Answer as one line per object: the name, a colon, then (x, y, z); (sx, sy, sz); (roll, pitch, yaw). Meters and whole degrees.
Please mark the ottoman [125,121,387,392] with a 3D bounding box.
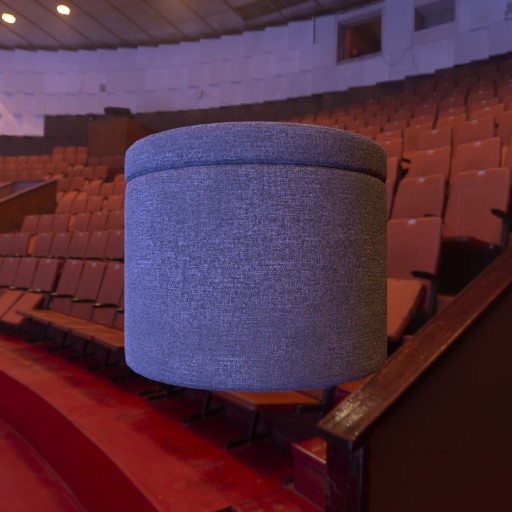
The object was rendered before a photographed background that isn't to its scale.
ottoman: (0.000, 0.000, 0.878); (0.500, 0.419, 0.500); (0, 0, 0)
